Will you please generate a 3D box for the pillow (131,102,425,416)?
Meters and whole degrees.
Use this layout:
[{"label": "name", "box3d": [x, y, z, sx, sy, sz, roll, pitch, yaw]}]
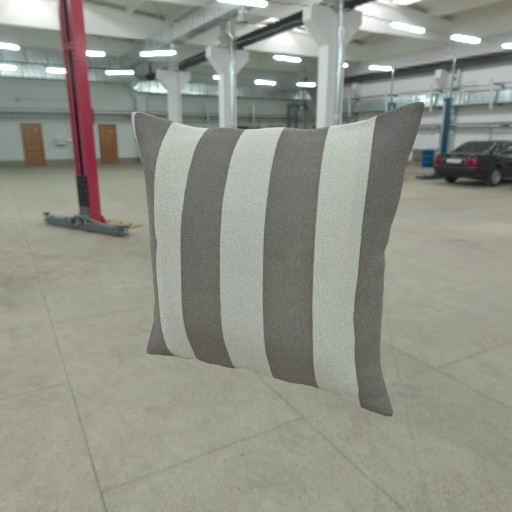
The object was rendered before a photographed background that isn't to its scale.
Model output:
[{"label": "pillow", "box3d": [0.000, 0.000, 0.793, 0.522, 0.507, 0.192, 7, 17, 24]}]
